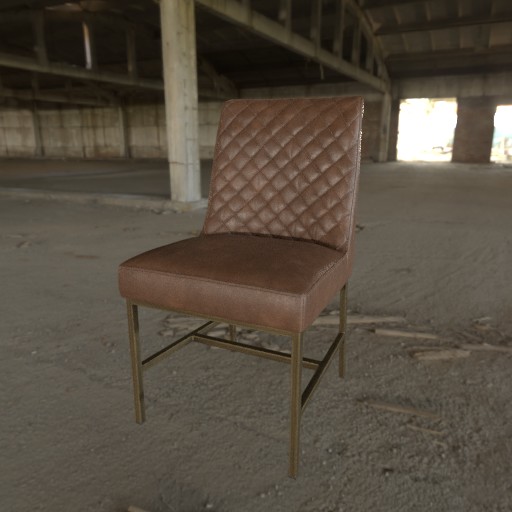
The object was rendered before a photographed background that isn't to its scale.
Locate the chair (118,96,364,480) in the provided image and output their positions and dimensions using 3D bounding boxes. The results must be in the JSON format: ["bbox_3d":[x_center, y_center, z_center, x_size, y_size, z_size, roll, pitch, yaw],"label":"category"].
[{"bbox_3d":[0.000,0.000,1.251,0.508,0.889,0.587,7,16,26],"label":"chair"}]
